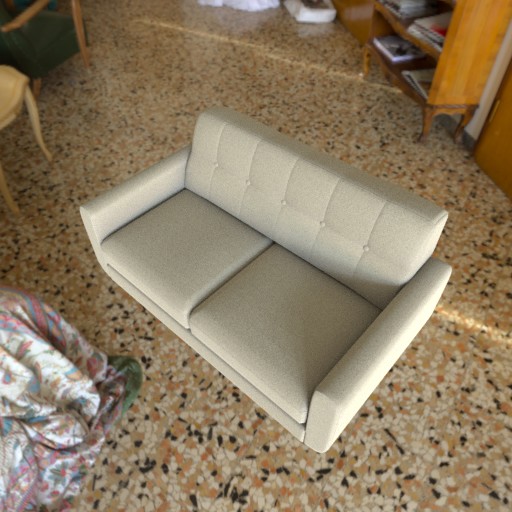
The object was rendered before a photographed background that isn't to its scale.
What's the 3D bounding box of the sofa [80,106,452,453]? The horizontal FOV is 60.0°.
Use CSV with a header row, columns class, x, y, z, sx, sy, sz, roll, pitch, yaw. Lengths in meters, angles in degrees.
class,x,y,z,sx,sy,sz,roll,pitch,yaw
sofa,0.000,0.000,2.289,1.655,0.892,0.980,33,55,27
